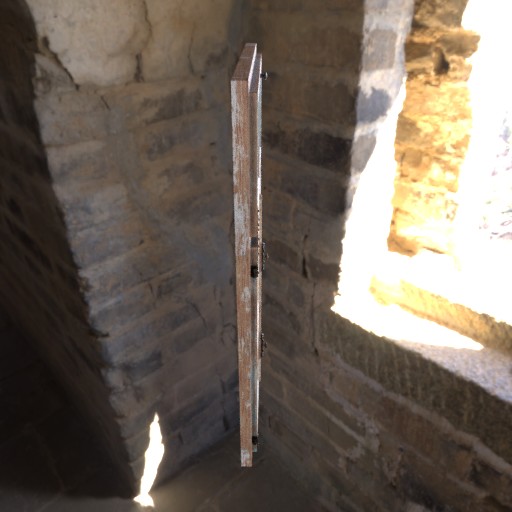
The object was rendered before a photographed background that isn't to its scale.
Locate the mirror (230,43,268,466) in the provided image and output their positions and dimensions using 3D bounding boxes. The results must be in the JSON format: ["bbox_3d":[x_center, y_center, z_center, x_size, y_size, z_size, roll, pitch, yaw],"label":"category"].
[{"bbox_3d":[0.000,0.000,1.470,0.083,1.213,0.707,1,31,1],"label":"mirror"}]
